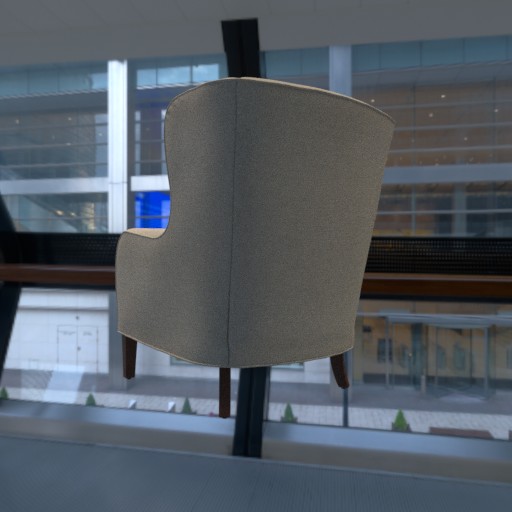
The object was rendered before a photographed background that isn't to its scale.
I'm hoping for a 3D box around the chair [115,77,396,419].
[{"bbox_3d":[0.000,0.000,1.755,0.838,1.040,0.966,0,0,-36],"label":"chair"}]
